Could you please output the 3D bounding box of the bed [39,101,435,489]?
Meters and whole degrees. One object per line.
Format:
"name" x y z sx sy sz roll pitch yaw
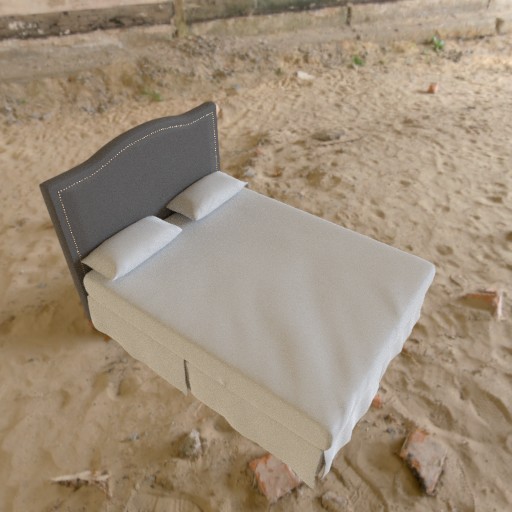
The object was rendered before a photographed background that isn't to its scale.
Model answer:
"bed" 0.000 0.000 3.304 2.282 1.436 1.821 26 47 26
